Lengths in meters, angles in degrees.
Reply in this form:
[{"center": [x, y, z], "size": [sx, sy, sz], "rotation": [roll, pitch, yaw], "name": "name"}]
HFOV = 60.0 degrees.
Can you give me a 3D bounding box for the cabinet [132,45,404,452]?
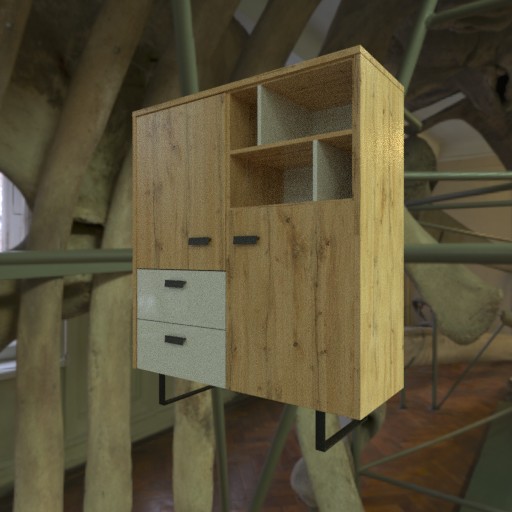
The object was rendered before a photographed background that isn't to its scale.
[{"center": [0.000, 0.000, 1.984], "size": [1.168, 1.397, 0.473], "rotation": [0, 0, 36], "name": "cabinet"}]
